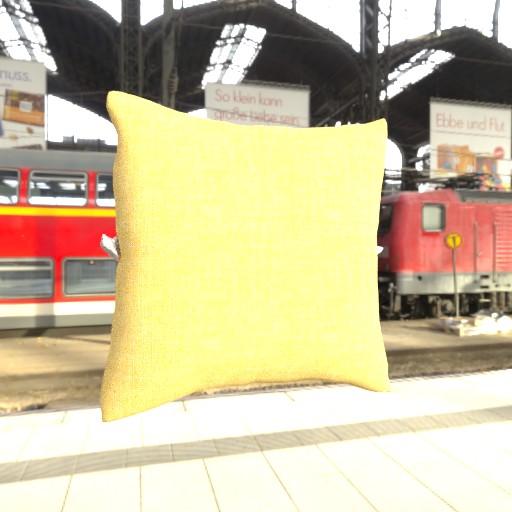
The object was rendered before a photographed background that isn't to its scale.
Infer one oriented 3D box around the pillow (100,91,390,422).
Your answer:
[{"bbox_3d":[0.000,0.000,0.728,0.485,0.481,0.167,0,1,-17],"label":"pillow"}]
